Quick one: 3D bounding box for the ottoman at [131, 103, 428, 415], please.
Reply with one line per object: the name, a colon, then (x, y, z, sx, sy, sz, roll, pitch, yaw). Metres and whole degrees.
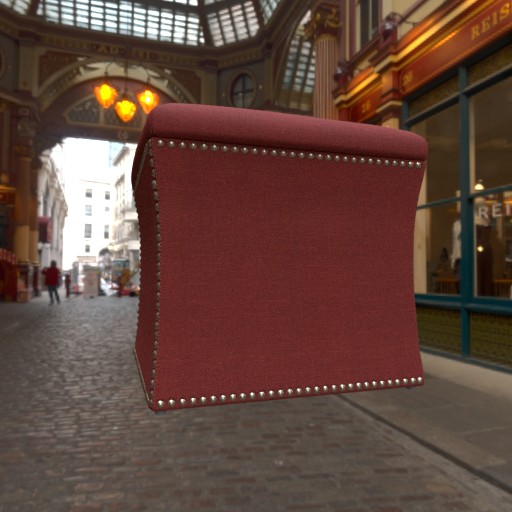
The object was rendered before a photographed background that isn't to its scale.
ottoman: (0.000, 0.000, 0.922, 0.497, 0.475, 0.507, 1, -2, -18)
